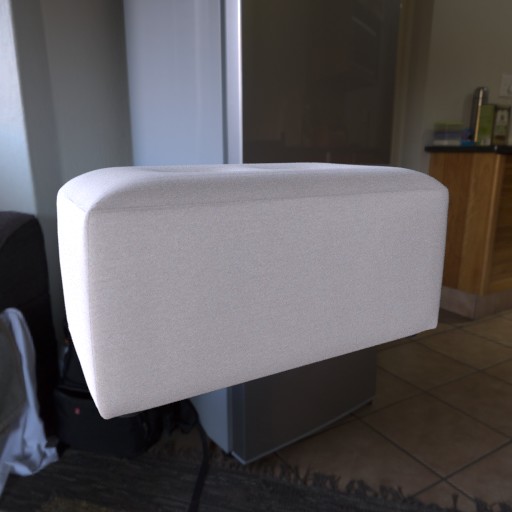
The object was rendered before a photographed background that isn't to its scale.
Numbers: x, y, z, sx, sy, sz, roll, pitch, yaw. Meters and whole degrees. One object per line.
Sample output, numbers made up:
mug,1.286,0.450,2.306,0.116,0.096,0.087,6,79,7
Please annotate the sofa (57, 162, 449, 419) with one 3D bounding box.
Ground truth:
sofa,0.000,0.000,1.184,0.930,0.470,0.480,-8,16,-28
